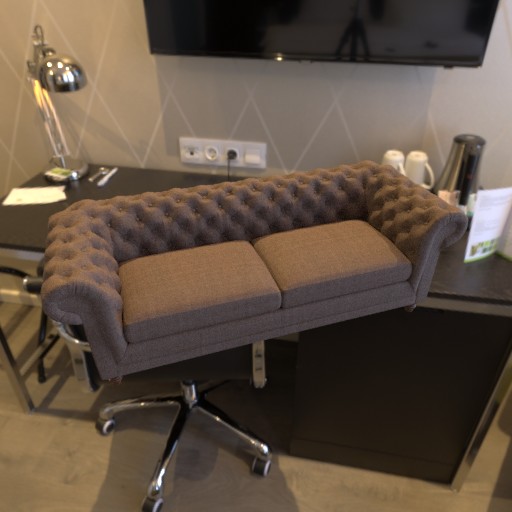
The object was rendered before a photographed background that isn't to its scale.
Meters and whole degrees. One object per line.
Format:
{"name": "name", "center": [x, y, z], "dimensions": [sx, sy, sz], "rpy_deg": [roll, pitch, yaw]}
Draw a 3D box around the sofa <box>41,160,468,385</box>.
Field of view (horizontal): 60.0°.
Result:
{"name": "sofa", "center": [0.000, 0.000, 2.830], "dimensions": [2.385, 0.787, 0.944], "rpy_deg": [-11, 35, -16]}
